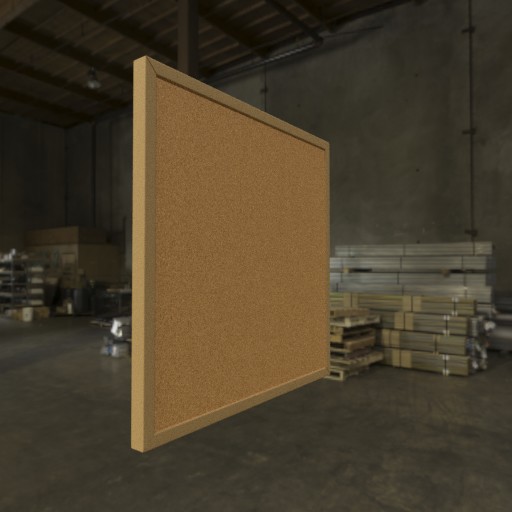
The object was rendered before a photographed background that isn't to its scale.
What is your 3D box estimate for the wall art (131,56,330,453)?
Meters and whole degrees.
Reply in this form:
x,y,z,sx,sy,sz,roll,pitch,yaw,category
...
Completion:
x,y,z,sx,sy,sz,roll,pitch,yaw,category
0.000,0.000,1.164,0.037,0.761,0.761,-1,-2,37,wall art
